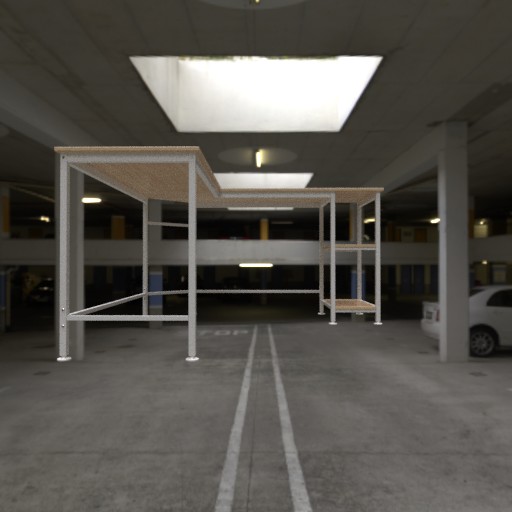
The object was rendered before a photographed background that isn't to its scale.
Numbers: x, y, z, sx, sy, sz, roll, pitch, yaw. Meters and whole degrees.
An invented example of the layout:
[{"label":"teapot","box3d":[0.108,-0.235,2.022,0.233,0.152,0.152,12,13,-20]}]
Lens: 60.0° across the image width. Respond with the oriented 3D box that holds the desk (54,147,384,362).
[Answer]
[{"label":"desk","box3d":[0.000,0.000,2.210,1.379,0.739,1.379,0,-1,1]}]
